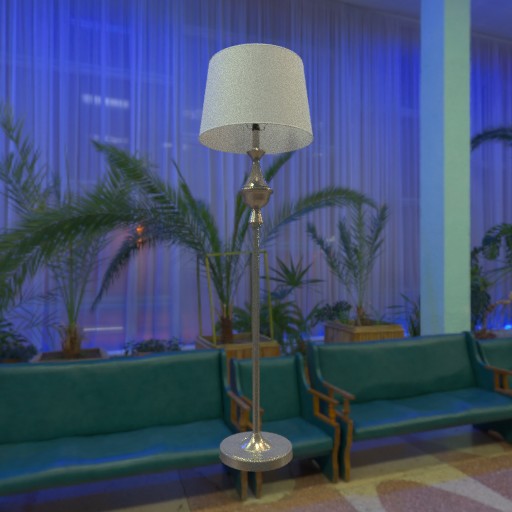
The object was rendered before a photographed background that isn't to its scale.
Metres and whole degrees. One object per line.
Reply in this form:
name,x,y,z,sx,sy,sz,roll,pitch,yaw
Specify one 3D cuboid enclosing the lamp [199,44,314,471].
lamp,0.000,0.000,1.670,0.431,1.488,0.431,0,0,0
